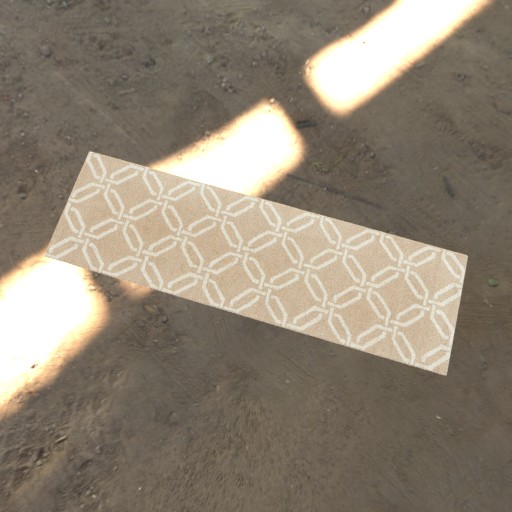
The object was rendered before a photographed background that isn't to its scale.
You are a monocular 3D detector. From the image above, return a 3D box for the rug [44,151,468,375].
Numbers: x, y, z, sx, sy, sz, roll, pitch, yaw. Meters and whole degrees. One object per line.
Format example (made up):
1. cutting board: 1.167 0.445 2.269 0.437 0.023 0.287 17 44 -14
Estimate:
1. rug: 0.000 0.000 2.481 2.276 0.014 0.678 16 76 4
